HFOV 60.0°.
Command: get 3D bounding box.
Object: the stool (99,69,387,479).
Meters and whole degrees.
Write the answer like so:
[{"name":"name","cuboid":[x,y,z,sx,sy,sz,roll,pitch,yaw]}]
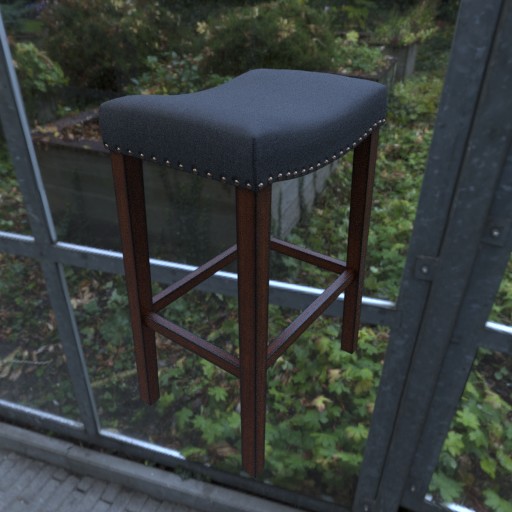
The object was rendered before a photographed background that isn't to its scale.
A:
[{"name":"stool","cuboid":[0.000,0.000,1.025,0.366,0.748,0.502,21,37,30]}]
